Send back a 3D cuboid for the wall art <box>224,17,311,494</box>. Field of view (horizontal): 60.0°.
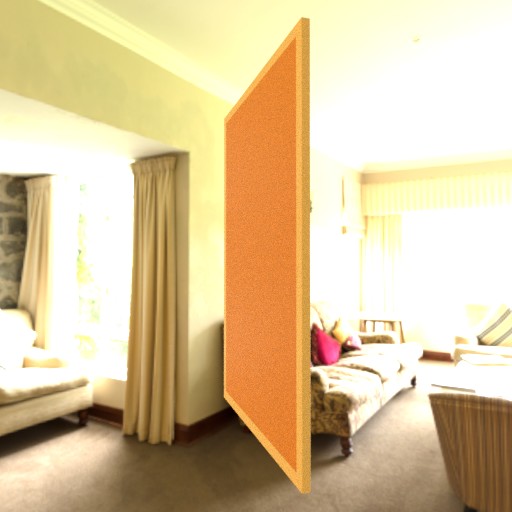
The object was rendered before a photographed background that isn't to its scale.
[{"bbox_3d":[0.000,0.000,0.828,0.013,0.656,0.456,0,-1,-18],"label":"wall art"}]
